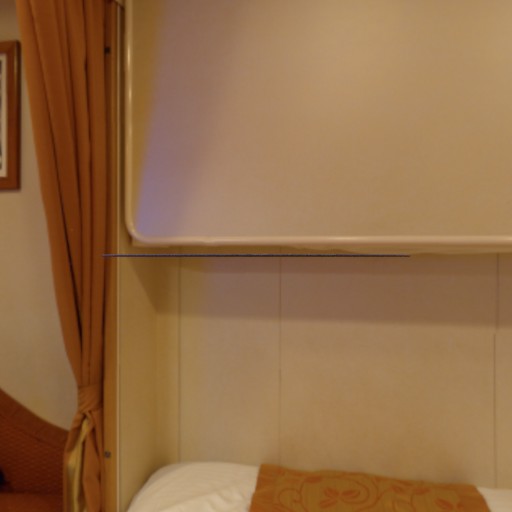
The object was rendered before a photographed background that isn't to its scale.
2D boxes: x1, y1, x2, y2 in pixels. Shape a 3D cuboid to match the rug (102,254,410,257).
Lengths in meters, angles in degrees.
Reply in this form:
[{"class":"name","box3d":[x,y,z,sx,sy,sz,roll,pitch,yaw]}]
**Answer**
[{"class":"rug","box3d":[0.000,0.000,3.625,2.386,0.014,2.386,0,0,0]}]
